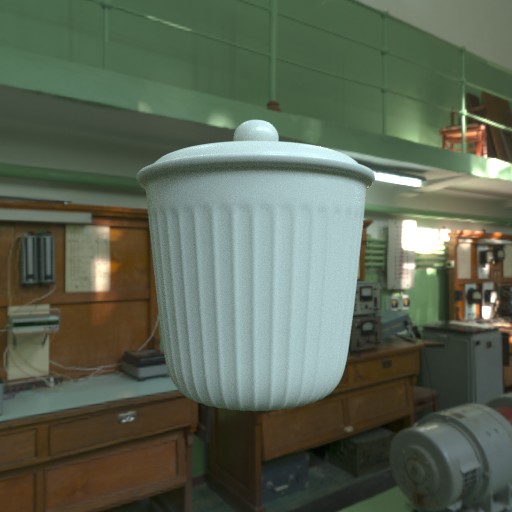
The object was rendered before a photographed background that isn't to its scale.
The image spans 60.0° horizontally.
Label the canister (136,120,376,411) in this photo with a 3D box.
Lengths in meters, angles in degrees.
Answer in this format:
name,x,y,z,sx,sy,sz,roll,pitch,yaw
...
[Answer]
name,x,y,z,sx,sy,sz,roll,pitch,yaw
canister,0.000,0.000,0.347,0.181,0.211,0.181,0,-1,0
